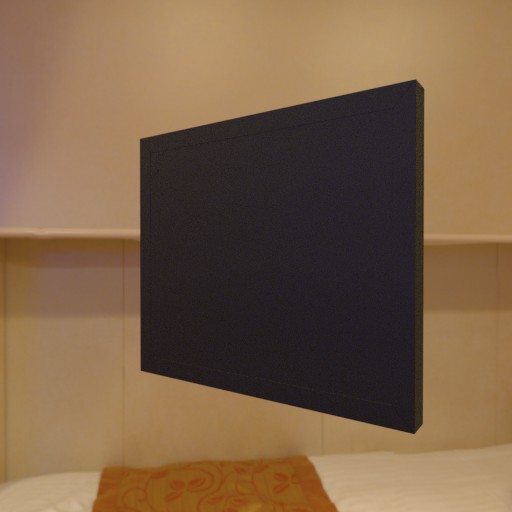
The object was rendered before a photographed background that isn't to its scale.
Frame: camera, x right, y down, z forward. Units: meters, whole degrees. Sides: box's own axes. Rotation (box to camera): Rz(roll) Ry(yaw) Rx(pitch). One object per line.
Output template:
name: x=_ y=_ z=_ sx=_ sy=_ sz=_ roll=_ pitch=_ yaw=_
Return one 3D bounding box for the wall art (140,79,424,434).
wall art: x=0.000 y=0.000 z=0.532 sx=0.381 sy=0.330 sz=0.029 roll=0 pitch=1 yaw=35
